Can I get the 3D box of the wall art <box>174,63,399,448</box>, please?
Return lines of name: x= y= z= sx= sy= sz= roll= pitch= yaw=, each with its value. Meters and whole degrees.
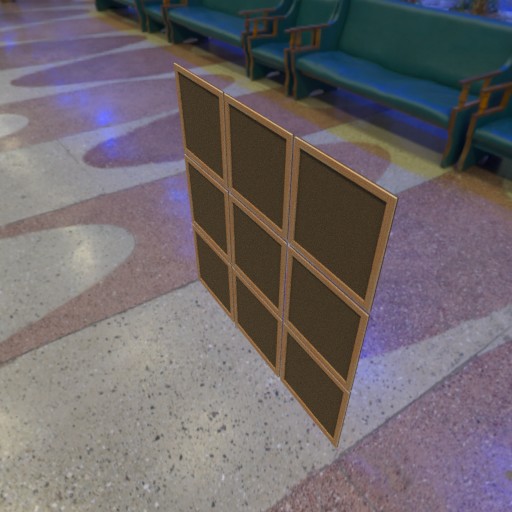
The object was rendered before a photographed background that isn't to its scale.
wall art: x=0.000 y=0.000 z=2.285 sx=0.013 sy=1.525 sz=1.520 roll=-23 pitch=45 yaw=-25
